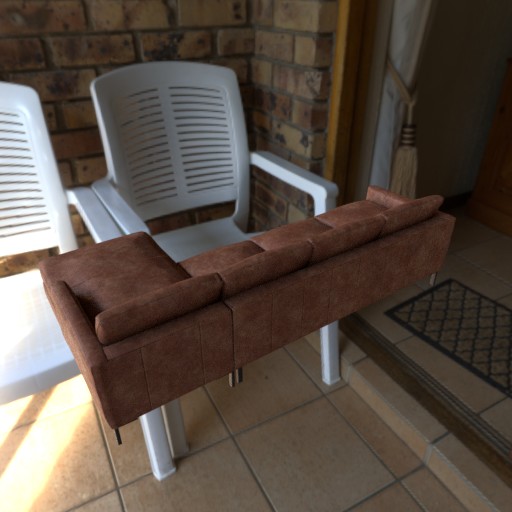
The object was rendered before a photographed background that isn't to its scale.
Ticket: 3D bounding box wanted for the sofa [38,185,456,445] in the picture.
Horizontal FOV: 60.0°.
[{"bbox_3d":[0.000,0.000,3.527,2.993,0.859,1.471,-19,36,-29],"label":"sofa"}]
